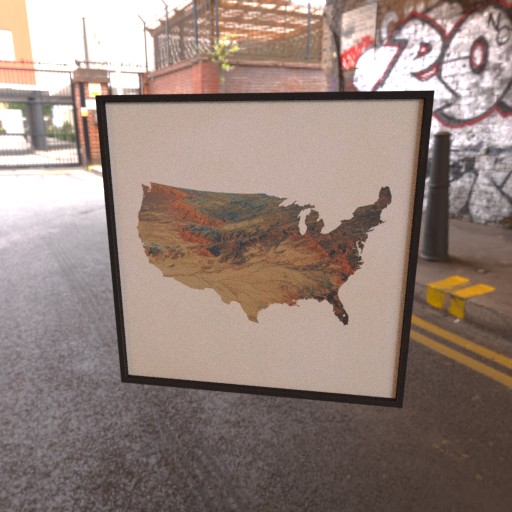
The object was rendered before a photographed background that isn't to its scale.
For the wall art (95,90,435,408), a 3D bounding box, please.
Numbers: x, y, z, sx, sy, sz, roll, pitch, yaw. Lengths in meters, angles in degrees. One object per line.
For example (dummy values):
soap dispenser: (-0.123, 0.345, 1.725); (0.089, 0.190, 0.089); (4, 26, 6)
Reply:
wall art: (0.000, 0.000, 1.103); (0.762, 0.762, 0.038); (2, 16, 9)
